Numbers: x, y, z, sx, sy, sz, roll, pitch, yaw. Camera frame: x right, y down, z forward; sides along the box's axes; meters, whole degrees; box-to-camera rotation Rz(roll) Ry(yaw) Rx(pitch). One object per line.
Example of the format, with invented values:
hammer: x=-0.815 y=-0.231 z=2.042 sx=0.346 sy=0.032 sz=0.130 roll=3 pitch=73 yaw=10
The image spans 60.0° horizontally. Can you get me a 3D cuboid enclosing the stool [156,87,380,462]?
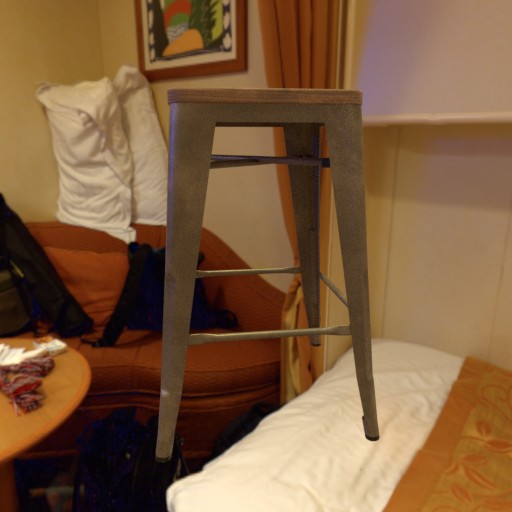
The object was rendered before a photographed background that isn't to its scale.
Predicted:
stool: x=0.000 y=0.000 z=0.899 sx=0.407 sy=0.607 sz=0.407 roll=-2 pitch=15 yaw=-8
